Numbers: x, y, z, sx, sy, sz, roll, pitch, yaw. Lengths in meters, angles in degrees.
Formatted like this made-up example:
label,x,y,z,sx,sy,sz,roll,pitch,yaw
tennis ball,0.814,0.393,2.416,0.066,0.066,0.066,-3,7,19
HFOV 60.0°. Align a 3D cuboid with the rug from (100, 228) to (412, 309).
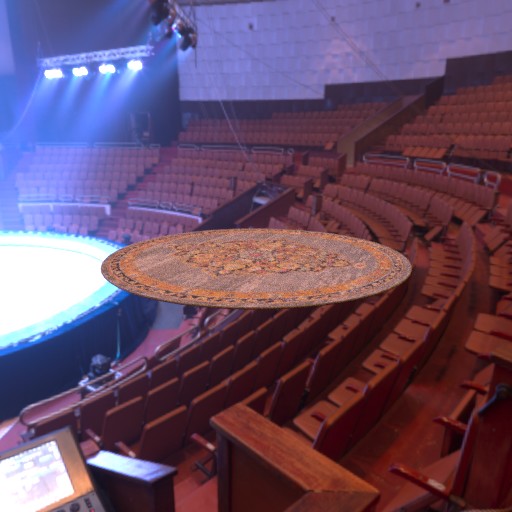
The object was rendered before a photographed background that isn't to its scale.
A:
label,x,y,z,sx,sy,sz,roll,pitch,yaw
rug,0.000,0.000,3.576,2.382,0.014,2.382,0,14,0
